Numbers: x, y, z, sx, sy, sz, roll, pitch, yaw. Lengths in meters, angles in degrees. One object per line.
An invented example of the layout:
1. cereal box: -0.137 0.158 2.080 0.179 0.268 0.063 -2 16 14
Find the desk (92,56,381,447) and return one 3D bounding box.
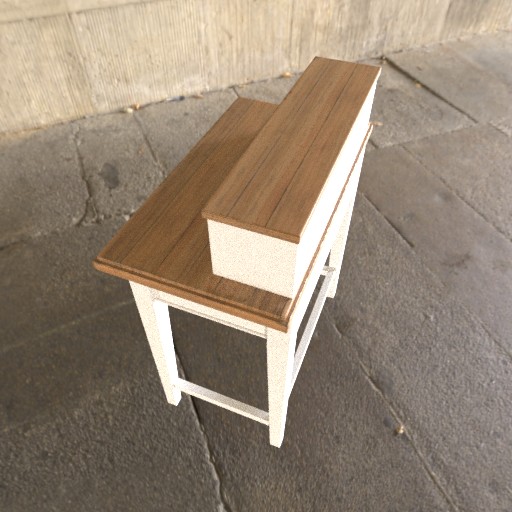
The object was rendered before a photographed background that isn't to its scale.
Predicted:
1. desk: 0.000 0.000 1.399 0.462 0.981 0.814 16 49 15
